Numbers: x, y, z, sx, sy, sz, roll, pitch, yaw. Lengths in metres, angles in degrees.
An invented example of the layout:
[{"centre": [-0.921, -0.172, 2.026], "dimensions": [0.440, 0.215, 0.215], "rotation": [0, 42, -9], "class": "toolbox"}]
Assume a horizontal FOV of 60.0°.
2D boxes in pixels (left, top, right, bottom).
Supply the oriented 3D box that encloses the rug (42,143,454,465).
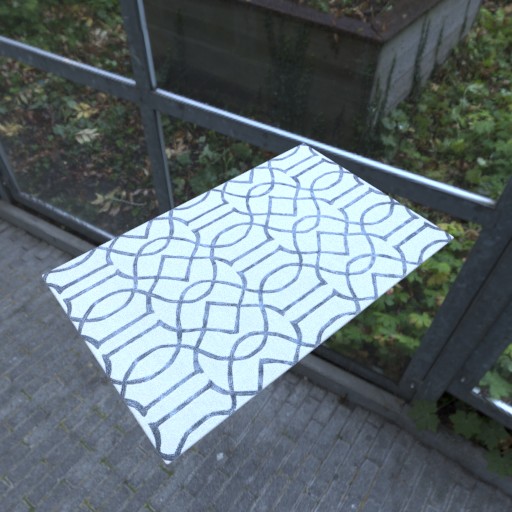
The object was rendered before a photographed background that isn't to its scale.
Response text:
[{"centre": [0.000, 0.000, 2.997], "dimensions": [2.365, 0.017, 1.521], "rotation": [-32, 55, -26], "class": "rug"}]
